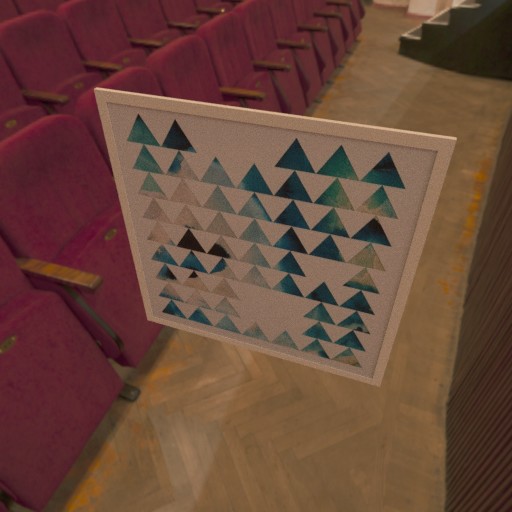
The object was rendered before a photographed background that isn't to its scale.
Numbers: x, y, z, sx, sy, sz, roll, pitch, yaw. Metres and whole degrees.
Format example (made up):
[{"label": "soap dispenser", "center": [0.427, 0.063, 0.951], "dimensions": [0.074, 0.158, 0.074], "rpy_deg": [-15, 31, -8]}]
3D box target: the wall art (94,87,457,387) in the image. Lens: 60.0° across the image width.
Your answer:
[{"label": "wall art", "center": [0.000, 0.000, 1.206], "dimensions": [0.809, 0.809, 0.012], "rpy_deg": [13, 42, 15]}]
